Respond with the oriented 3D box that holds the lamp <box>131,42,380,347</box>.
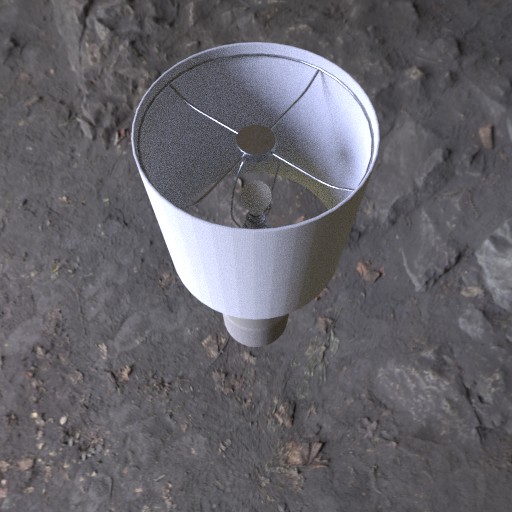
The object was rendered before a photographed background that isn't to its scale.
[{"bbox_3d":[0.000,0.000,0.598,0.212,0.493,0.212,34,68,16],"label":"lamp"}]
